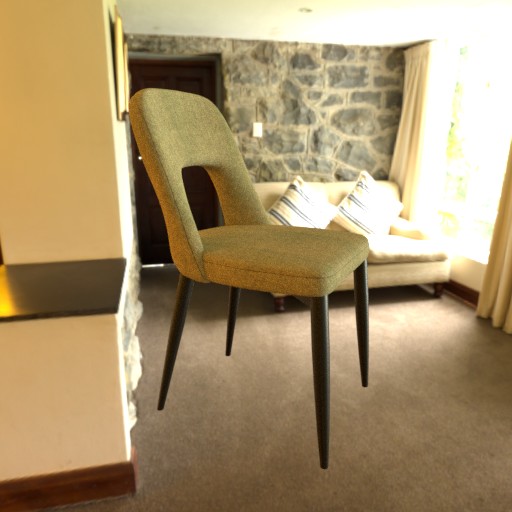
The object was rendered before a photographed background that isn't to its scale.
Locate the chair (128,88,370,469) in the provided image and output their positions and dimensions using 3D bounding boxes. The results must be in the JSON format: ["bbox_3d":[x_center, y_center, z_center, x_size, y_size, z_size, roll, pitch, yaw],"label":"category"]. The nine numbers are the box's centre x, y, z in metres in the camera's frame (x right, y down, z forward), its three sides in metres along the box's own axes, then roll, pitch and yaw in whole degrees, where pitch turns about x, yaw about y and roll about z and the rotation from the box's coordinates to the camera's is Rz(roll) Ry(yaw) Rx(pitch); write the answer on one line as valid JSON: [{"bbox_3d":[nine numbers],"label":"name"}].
[{"bbox_3d":[0.000,0.000,1.289,0.612,0.931,0.470,8,17,26],"label":"chair"}]
